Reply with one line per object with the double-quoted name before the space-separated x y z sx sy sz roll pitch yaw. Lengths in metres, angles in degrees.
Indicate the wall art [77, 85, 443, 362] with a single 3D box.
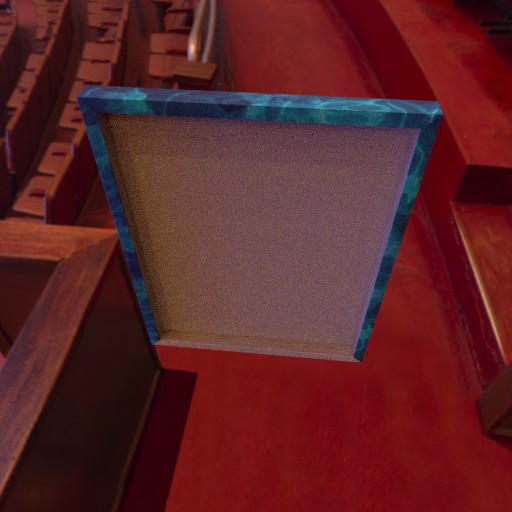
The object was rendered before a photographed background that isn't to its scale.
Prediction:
"wall art" 0.000 0.000 0.852 0.508 0.635 0.038 4 46 4
